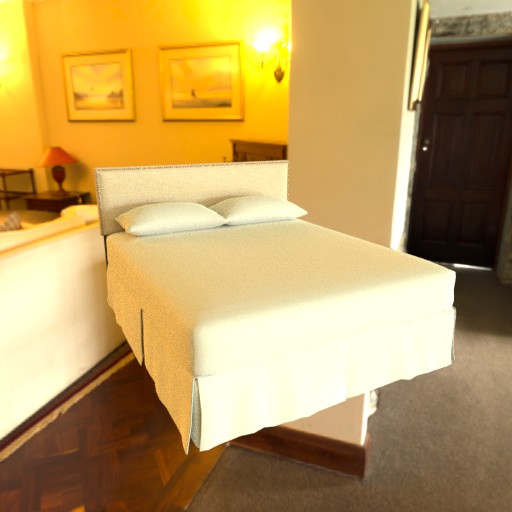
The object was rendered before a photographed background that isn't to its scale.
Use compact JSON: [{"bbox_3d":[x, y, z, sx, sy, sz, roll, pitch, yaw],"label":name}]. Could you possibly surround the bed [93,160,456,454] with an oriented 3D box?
[{"bbox_3d":[0.000,0.000,2.793,1.616,1.016,1.876,-9,18,-27],"label":"bed"}]
